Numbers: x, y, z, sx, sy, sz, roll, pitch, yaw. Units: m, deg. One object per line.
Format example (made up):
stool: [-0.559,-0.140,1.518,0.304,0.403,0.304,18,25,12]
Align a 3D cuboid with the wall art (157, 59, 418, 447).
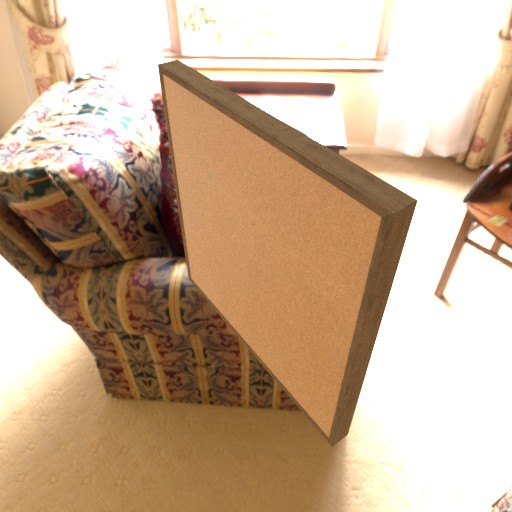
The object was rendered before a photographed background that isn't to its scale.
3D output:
wall art: [0.000,0.000,0.764,0.038,0.508,0.508,-26,48,-26]
